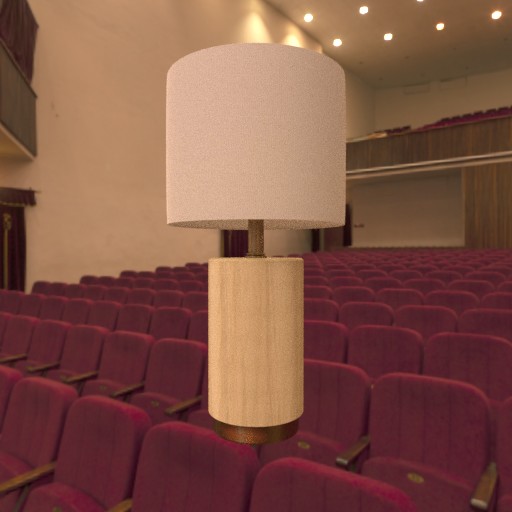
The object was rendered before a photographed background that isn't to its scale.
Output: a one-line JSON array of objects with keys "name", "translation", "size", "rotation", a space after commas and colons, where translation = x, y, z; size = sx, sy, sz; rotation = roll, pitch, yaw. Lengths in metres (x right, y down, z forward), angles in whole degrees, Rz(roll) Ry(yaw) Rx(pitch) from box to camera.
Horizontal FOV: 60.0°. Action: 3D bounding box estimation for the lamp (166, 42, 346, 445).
[{"name": "lamp", "translation": [0.000, 0.000, 0.574], "size": [0.228, 0.444, 0.228], "rotation": [0, 1, 37]}]
